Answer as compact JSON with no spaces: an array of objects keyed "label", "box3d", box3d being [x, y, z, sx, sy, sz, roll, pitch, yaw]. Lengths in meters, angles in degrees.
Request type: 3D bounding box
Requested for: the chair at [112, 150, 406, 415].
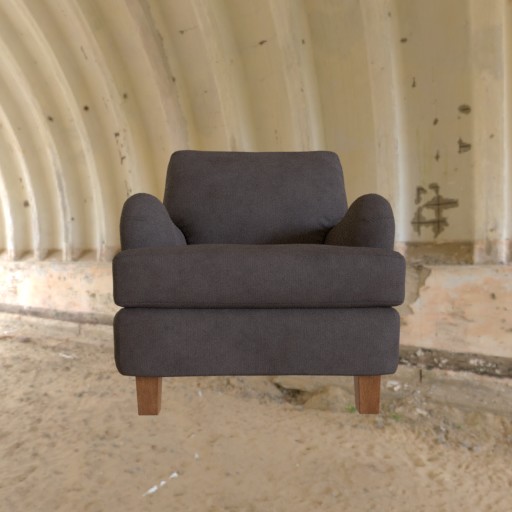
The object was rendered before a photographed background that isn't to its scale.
[{"label":"chair","box3d":[0.000,0.000,1.843,0.955,0.997,1.070,0,0,-1]}]
